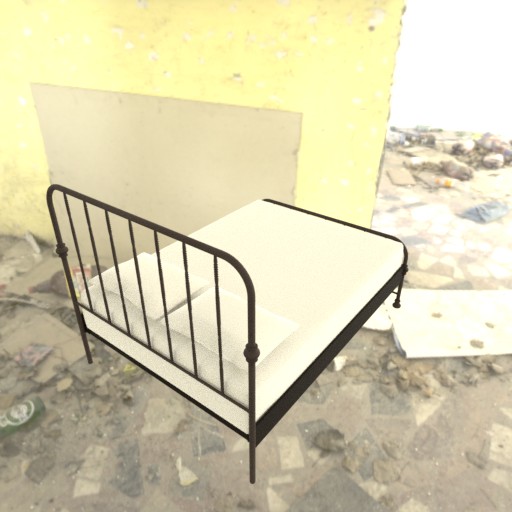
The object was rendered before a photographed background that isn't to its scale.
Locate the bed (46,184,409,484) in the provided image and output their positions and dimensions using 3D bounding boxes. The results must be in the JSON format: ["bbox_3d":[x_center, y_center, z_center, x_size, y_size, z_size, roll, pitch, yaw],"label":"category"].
[{"bbox_3d":[0.000,0.000,3.248,1.616,1.446,2.134,21,37,32],"label":"bed"}]
